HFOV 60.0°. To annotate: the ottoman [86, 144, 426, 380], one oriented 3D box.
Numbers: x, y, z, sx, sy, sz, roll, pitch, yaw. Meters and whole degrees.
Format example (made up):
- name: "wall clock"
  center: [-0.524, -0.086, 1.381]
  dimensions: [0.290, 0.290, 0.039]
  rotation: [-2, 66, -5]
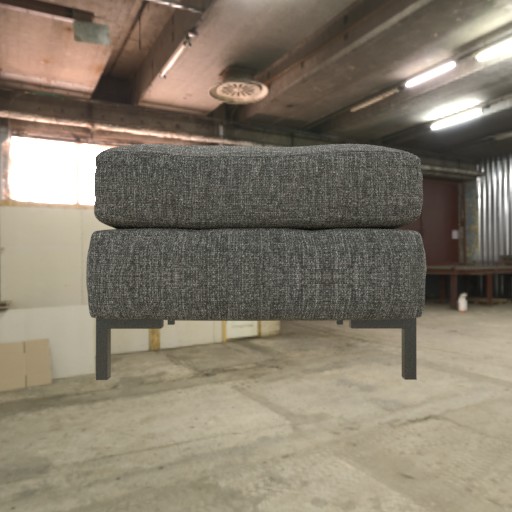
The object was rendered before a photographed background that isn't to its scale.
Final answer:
- name: "ottoman"
  center: [0.000, 0.000, 1.214]
  dimensions: [0.683, 0.480, 0.828]
  rotation: [0, 0, 0]
